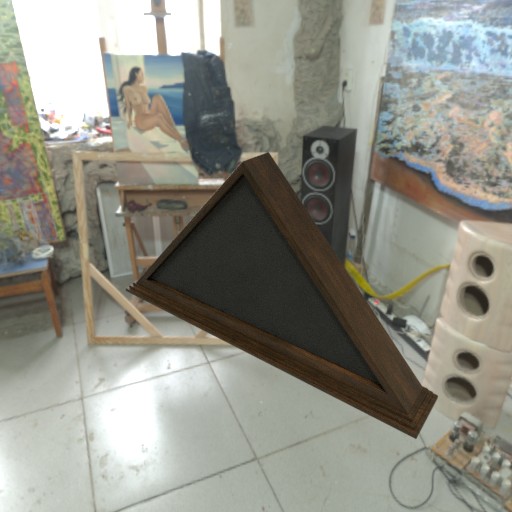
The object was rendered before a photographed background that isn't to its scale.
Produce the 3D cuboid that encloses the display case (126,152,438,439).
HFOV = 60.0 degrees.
[{"bbox_3d":[0.000,0.000,0.749,0.640,0.340,0.095,20,34,32],"label":"display case"}]
